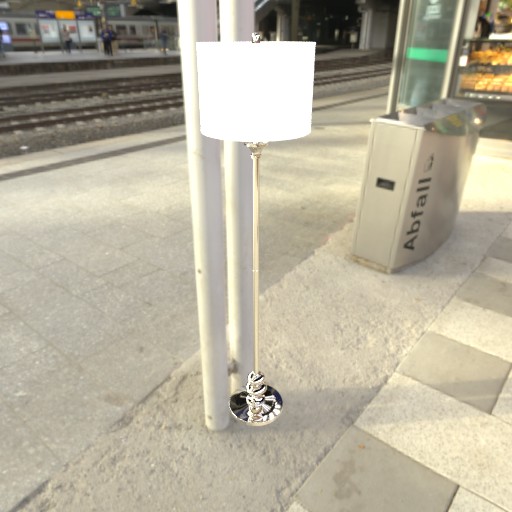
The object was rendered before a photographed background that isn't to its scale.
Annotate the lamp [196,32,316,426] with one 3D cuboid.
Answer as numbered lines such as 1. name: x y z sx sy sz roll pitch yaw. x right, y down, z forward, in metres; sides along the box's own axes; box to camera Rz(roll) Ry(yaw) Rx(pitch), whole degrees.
1. lamp: 0.000 0.000 1.652 0.356 1.487 0.356 19 32 33
